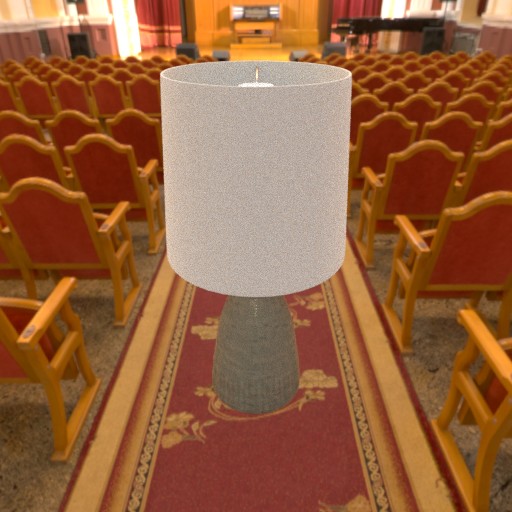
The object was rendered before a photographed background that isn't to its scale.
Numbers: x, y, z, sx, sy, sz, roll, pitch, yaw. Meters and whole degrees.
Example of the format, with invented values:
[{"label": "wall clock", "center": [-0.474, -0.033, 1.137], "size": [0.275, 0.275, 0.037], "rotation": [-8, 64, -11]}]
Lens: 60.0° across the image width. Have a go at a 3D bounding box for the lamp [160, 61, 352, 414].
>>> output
[{"label": "lamp", "center": [0.000, 0.000, 0.477], "size": [0.186, 0.369, 0.186], "rotation": [0, 30, 0]}]
